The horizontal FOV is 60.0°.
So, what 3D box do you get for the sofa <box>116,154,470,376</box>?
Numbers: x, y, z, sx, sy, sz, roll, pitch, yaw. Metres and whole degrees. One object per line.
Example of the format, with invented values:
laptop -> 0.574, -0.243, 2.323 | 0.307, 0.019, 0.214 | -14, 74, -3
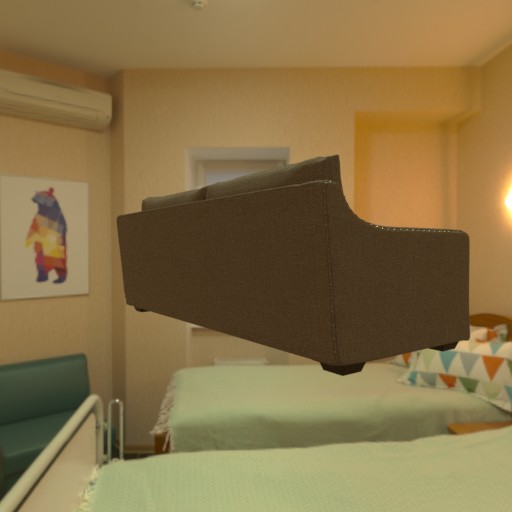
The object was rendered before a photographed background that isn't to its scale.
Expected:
sofa -> 0.000, 0.000, 2.719 | 1.000, 0.857, 2.208 | -1, 1, -36
